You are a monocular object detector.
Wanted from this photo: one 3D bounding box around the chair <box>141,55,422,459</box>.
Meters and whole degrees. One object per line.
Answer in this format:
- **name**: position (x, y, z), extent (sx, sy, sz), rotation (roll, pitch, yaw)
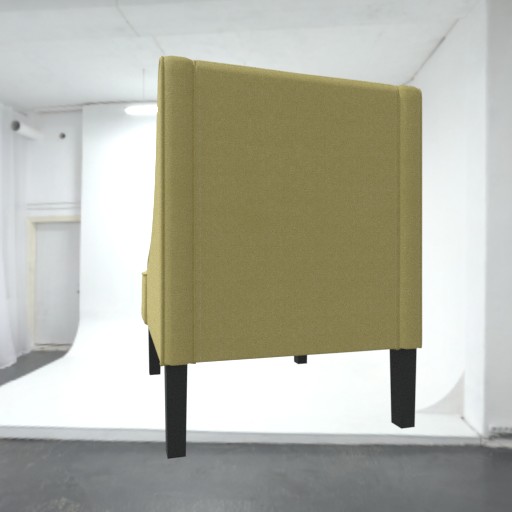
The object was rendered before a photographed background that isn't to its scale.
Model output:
- **chair**: position (0.000, 0.000, 1.441), extent (0.696, 0.896, 0.814), rotation (0, 0, -17)
